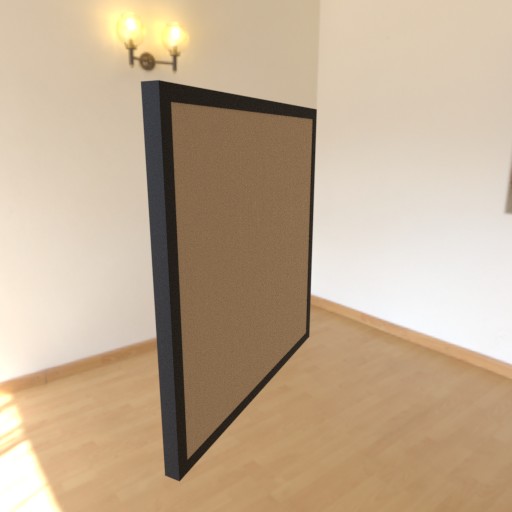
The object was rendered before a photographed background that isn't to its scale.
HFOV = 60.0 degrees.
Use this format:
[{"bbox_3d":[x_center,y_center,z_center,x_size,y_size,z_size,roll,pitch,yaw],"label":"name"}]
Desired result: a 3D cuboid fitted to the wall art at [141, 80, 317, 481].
[{"bbox_3d":[0.000,0.000,0.456,0.015,0.304,0.306,7,16,26],"label":"wall art"}]
